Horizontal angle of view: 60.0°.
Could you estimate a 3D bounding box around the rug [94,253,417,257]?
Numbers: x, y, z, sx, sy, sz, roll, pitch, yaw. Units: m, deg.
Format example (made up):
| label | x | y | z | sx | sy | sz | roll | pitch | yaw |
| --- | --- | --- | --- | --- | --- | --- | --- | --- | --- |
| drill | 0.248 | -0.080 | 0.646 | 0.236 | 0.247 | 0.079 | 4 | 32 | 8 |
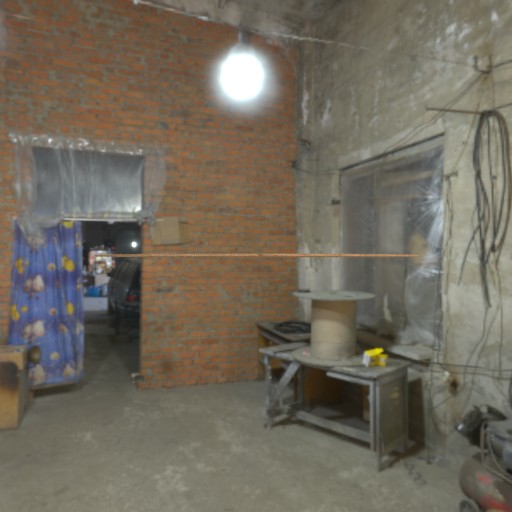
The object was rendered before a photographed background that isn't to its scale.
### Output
| label | x | y | z | sx | sy | sz | roll | pitch | yaw |
| --- | --- | --- | --- | --- | --- | --- | --- | --- | --- |
| rug | 0.000 | 0.000 | 3.570 | 2.444 | 0.015 | 2.444 | 0 | 0 | 0 |
